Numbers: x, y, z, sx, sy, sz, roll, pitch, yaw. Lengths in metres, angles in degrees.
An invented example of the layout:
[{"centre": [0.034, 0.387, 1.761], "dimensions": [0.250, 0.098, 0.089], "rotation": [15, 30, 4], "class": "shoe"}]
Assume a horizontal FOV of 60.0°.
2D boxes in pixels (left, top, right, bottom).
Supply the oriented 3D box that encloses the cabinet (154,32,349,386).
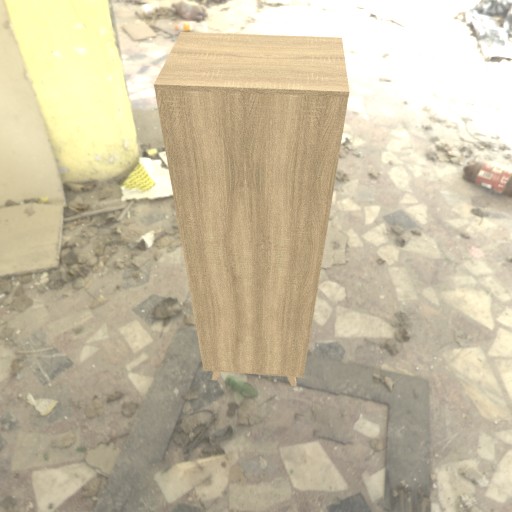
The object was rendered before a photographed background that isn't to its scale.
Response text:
[{"centre": [0.000, 0.000, 2.097], "dimensions": [0.570, 1.850, 0.400], "rotation": [3, 47, 3], "class": "cabinet"}]
